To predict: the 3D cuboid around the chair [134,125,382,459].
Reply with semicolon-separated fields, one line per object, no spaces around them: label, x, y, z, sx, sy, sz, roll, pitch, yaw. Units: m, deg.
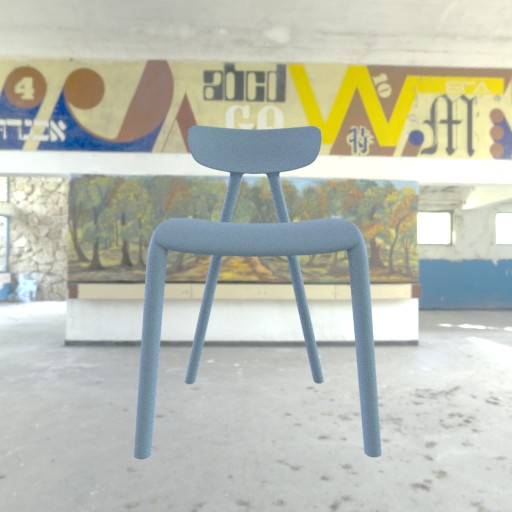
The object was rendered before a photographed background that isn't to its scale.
chair;0.000;0.000;0.829;0.356;0.580;0.401;0;0;-1
